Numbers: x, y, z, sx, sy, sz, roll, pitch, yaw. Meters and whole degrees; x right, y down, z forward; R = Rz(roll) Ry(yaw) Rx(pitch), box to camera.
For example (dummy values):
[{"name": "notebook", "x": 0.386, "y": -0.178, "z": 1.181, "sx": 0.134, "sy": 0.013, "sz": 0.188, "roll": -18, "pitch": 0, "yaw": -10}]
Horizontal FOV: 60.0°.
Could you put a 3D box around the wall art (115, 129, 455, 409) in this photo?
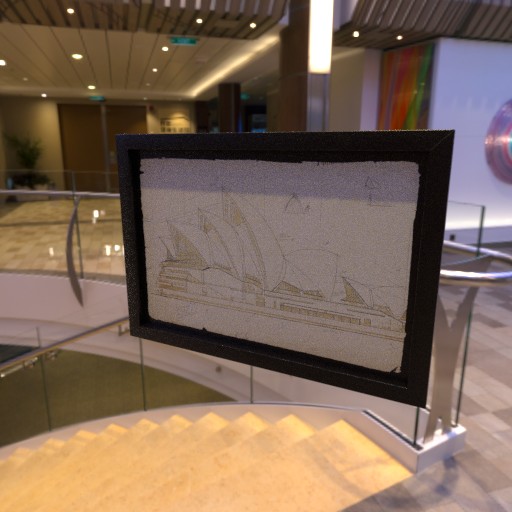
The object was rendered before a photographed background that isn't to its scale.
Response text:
[{"name": "wall art", "x": 0.000, "y": 0.000, "z": 0.570, "sx": 0.440, "sy": 0.306, "sz": 0.013, "roll": 7, "pitch": 16, "yaw": 26}]
